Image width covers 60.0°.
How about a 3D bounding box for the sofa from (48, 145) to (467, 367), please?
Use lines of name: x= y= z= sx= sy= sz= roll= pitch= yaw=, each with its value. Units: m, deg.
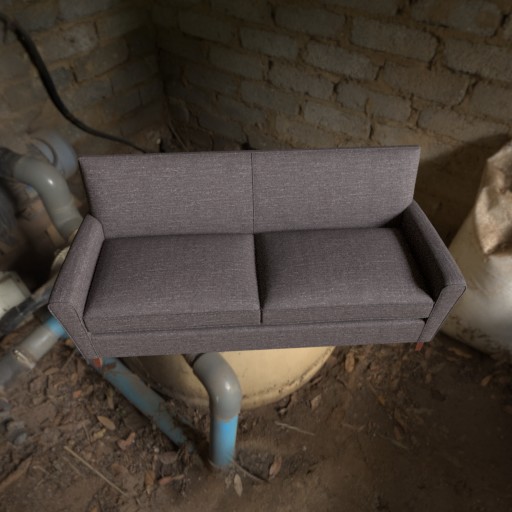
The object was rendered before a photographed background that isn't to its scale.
sofa: x=0.000 y=0.000 z=2.483 sx=1.976 sy=0.846 sz=0.875 roll=-2 pitch=46 yaw=-2
